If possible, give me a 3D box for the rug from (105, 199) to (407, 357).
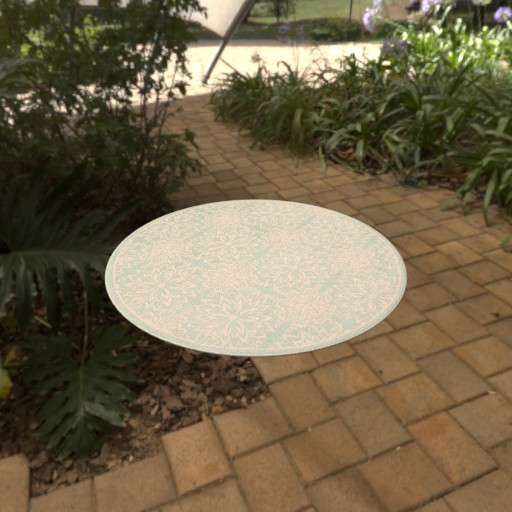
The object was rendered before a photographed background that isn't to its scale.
[{"bbox_3d":[0.000,0.000,2.437,1.593,0.012,1.593,0,30,0],"label":"rug"}]
